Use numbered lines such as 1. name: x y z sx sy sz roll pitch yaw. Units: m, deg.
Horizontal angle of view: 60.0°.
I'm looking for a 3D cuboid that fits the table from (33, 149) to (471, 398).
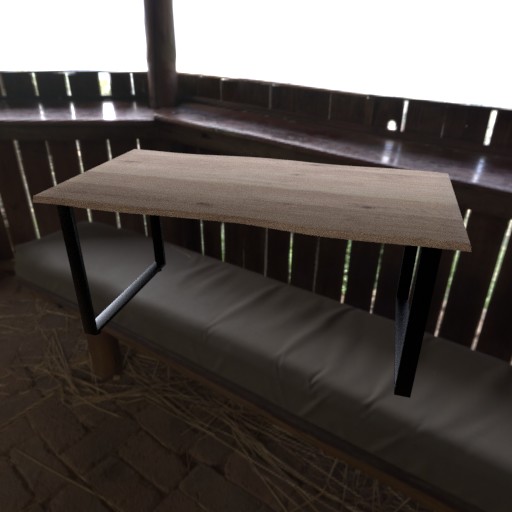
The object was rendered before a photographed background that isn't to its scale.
1. table: 0.000 0.000 2.288 1.800 0.780 0.900 8 28 14
